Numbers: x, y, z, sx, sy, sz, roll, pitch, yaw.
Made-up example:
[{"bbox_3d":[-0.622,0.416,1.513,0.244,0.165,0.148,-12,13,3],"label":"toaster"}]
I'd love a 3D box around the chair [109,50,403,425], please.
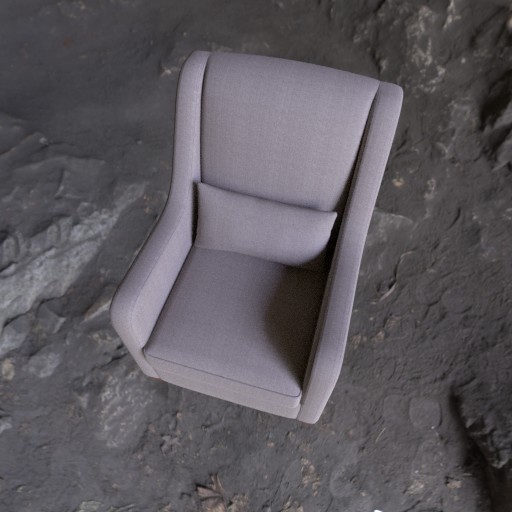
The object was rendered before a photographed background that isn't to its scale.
[{"bbox_3d":[0.000,0.000,1.596,0.715,1.017,0.890,14,58,9],"label":"chair"}]
